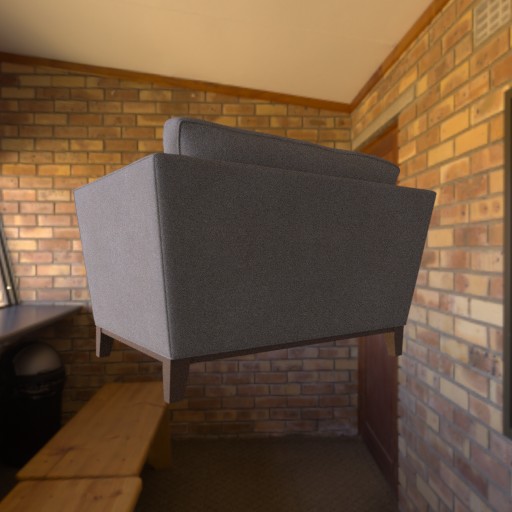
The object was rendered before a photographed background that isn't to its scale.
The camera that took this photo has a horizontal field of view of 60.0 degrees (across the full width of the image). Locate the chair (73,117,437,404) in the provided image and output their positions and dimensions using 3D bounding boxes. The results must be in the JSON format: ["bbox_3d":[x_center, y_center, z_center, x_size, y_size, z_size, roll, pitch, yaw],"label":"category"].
[{"bbox_3d":[0.000,0.000,2.056,1.396,0.942,0.965,0,0,-35],"label":"chair"}]
